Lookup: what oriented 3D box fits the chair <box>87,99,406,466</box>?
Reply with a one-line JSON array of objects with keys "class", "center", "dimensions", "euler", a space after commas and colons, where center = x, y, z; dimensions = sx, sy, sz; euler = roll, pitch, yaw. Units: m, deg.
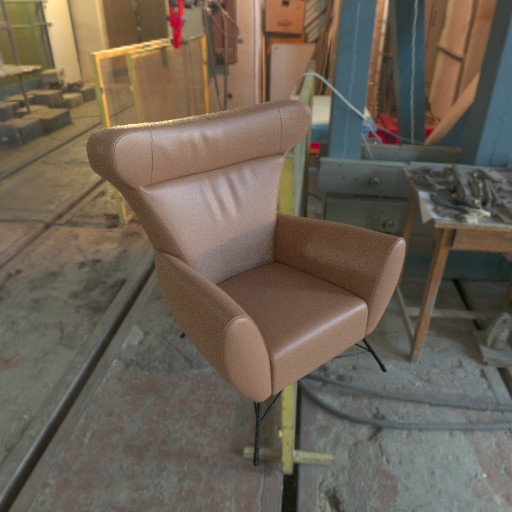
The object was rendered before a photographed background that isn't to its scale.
[{"class": "chair", "center": [0.000, 0.000, 1.794], "dimensions": [0.980, 1.050, 0.900], "euler": [-22, 36, -33]}]
